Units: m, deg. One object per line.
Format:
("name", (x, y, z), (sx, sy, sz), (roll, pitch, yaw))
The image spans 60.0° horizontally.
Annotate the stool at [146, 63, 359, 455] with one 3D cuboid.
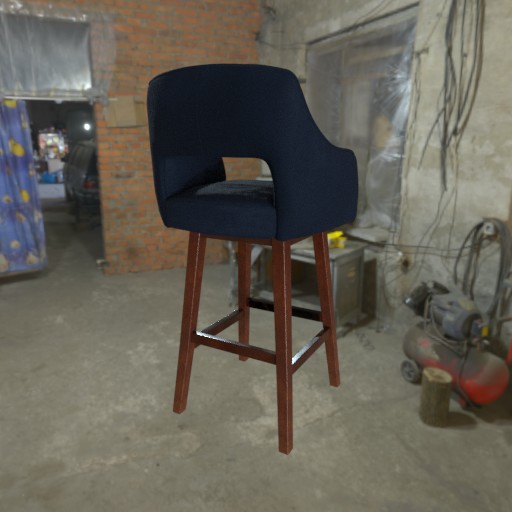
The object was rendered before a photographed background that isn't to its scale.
("stool", (0.000, 0.000, 1.390), (0.550, 1.041, 0.560), (8, 16, 29))
